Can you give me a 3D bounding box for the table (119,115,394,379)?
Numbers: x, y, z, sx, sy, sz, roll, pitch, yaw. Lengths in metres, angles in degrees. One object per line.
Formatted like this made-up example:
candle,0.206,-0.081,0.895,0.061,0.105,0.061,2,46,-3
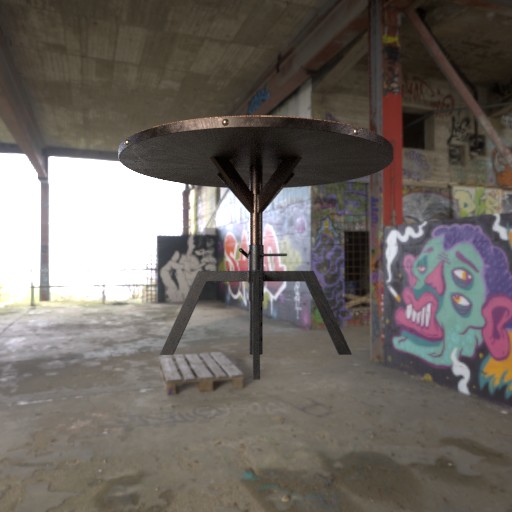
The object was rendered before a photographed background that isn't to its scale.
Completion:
table,0.000,0.000,1.490,0.885,0.658,0.885,0,-1,0
